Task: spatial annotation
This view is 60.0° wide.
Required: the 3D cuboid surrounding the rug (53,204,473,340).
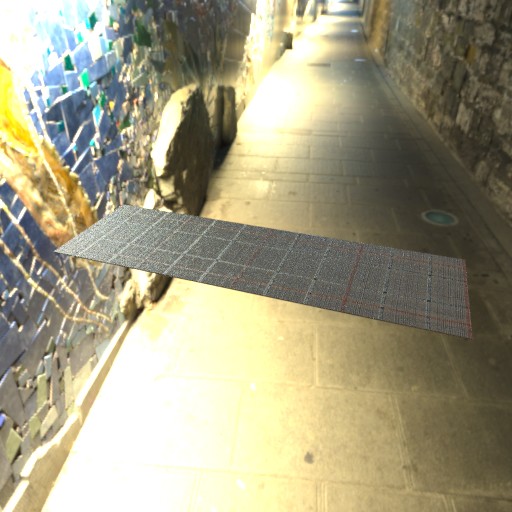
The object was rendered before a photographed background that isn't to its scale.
[{"bbox_3d":[0.000,0.000,2.749,2.439,0.008,0.762,10,32,17],"label":"rug"}]
